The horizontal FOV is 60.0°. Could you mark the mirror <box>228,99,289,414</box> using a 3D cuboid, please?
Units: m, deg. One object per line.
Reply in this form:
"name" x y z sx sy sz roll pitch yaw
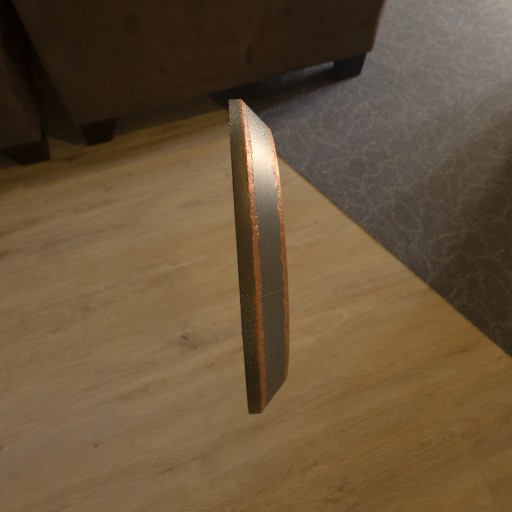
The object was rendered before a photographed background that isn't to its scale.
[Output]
"mirror" 0.000 0.000 1.355 0.111 0.907 0.907 -4 63 -2
